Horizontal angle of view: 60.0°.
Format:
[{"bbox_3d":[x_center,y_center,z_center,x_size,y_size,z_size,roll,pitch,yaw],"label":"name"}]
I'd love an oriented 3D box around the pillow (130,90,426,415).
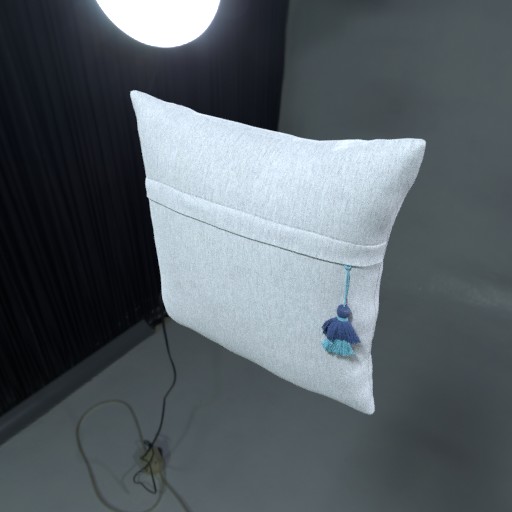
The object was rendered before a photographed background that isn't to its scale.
[{"bbox_3d":[0.000,0.000,0.674,0.433,0.436,0.173,20,37,29],"label":"pillow"}]
